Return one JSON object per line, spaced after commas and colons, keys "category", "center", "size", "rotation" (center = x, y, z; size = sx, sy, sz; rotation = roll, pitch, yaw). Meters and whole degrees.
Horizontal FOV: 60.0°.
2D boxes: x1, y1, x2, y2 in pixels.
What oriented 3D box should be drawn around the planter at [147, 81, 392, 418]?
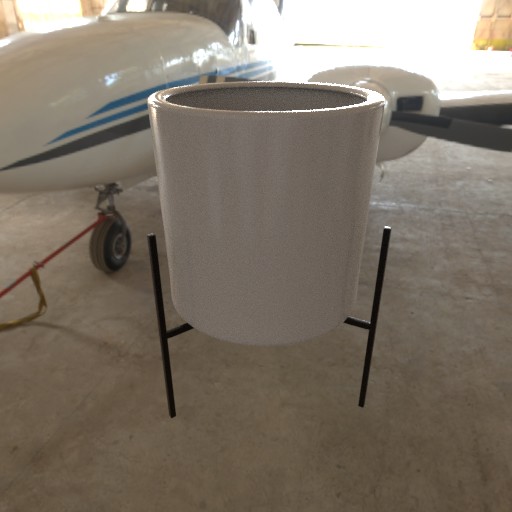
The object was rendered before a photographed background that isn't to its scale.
{"category": "planter", "center": [0.000, 0.000, 0.624], "size": [0.308, 0.431, 0.307], "rotation": [-19, 33, -32]}
